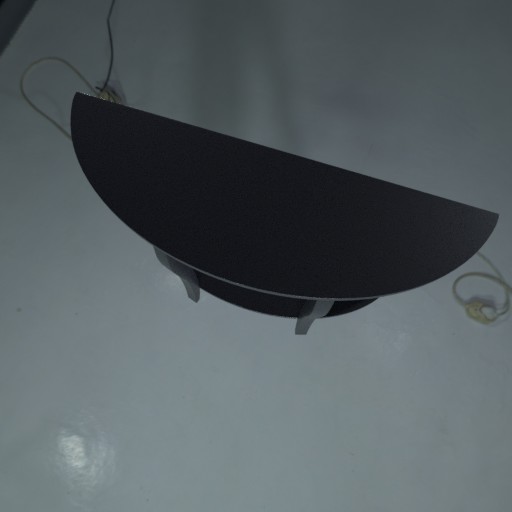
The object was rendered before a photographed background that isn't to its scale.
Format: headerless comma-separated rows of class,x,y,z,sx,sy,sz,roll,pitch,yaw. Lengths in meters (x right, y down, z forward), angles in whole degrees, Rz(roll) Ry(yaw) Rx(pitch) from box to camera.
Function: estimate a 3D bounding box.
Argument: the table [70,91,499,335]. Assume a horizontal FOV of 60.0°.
table,0.000,0.000,1.540,1.219,0.780,0.394,17,74,5
